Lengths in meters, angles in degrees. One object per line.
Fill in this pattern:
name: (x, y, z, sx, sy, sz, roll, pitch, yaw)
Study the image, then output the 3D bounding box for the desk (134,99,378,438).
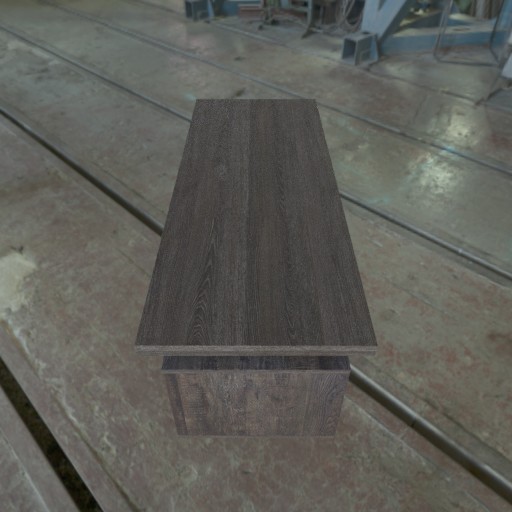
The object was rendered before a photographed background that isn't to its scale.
desk: (0.000, 0.000, 1.912, 0.600, 0.760, 1.524, 0, 42, 0)
